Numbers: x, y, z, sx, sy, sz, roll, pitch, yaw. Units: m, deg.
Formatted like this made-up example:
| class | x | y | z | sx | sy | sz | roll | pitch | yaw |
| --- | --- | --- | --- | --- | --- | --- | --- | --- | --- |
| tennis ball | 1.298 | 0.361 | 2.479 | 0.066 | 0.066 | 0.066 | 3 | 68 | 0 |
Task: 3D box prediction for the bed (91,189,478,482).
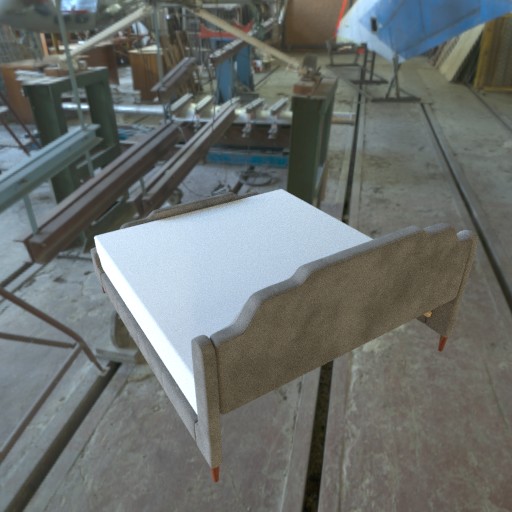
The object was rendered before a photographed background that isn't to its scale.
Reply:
| class | x | y | z | sx | sy | sz | roll | pitch | yaw |
| --- | --- | --- | --- | --- | --- | --- | --- | --- | --- |
| bed | 0.000 | 0.000 | 3.530 | 2.074 | 1.245 | 2.340 | -18 | 35 | -28 |
